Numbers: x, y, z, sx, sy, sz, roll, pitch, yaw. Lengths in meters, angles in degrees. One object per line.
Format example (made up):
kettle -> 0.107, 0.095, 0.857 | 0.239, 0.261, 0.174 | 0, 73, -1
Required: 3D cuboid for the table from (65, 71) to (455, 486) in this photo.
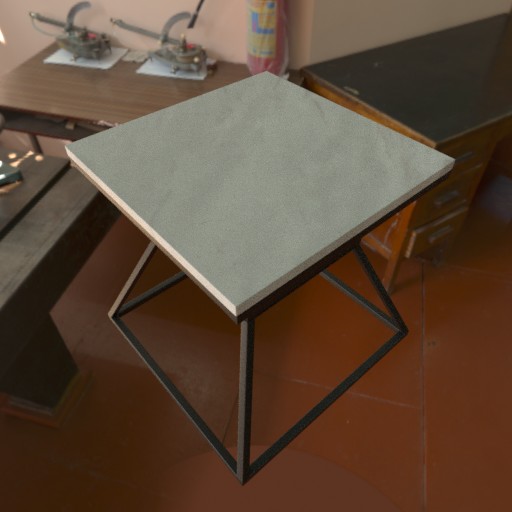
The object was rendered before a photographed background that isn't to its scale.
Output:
table -> 0.000, 0.000, 0.800 | 0.455, 0.431, 0.455 | -32, 53, -28
